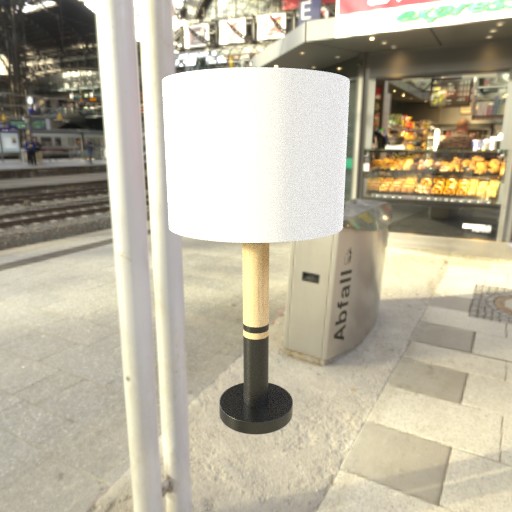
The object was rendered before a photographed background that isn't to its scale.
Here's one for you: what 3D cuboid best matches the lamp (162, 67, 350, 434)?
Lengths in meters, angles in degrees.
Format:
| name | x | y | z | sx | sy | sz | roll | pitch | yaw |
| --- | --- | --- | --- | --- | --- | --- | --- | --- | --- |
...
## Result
| name | x | y | z | sx | sy | sz | roll | pitch | yaw |
| --- | --- | --- | --- | --- | --- | --- | --- | --- | --- |
| lamp | 0.000 | 0.000 | 0.806 | 0.305 | 0.640 | 0.305 | 7 | 16 | 27 |
